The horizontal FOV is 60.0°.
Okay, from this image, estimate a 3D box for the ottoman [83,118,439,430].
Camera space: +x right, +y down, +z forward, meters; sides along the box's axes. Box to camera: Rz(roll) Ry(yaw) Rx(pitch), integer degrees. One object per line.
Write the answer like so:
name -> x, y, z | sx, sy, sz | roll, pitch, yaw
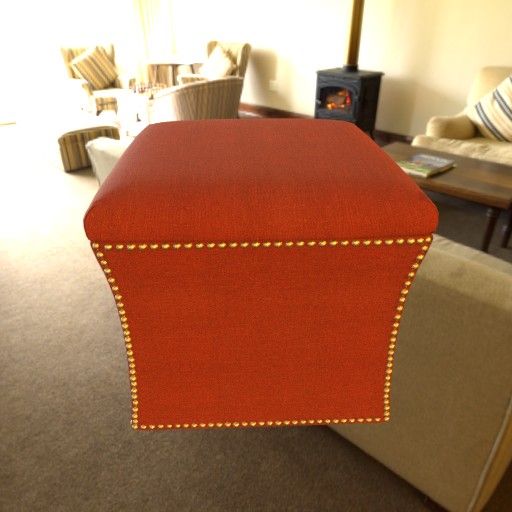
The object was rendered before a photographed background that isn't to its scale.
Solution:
ottoman -> 0.000, 0.000, 0.900 | 0.507, 0.475, 0.497 | -1, 30, -2
